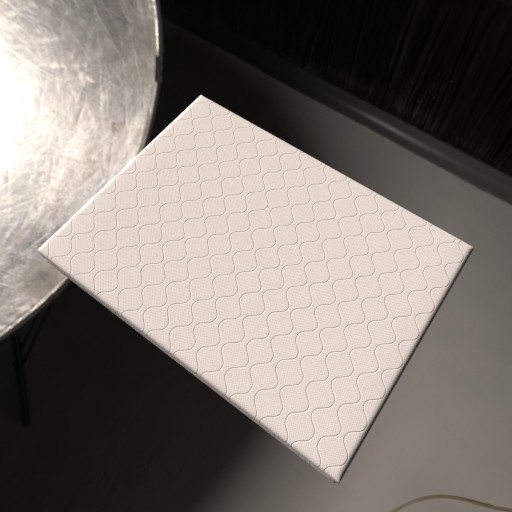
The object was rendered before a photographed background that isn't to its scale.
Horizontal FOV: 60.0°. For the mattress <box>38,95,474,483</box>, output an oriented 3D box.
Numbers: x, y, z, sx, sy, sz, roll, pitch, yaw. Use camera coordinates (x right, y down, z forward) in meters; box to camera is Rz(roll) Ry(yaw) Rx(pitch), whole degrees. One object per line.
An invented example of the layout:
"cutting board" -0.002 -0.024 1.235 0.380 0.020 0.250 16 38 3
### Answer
"mattress" 0.000 0.000 2.455 1.900 0.200 1.400 33 68 15
